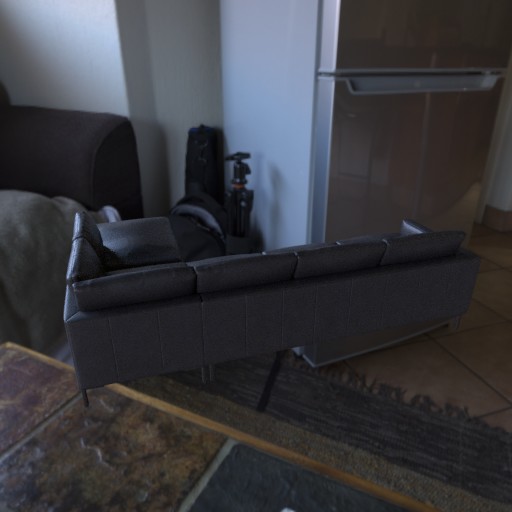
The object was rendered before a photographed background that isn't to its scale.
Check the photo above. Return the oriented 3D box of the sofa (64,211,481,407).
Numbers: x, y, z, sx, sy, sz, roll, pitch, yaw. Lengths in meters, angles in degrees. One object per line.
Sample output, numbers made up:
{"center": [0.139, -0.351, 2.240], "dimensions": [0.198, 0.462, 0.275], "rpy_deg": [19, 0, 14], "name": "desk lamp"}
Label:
{"center": [0.000, 0.000, 3.854], "dimensions": [2.984, 0.877, 1.938], "rpy_deg": [-8, 27, -16], "name": "sofa"}
